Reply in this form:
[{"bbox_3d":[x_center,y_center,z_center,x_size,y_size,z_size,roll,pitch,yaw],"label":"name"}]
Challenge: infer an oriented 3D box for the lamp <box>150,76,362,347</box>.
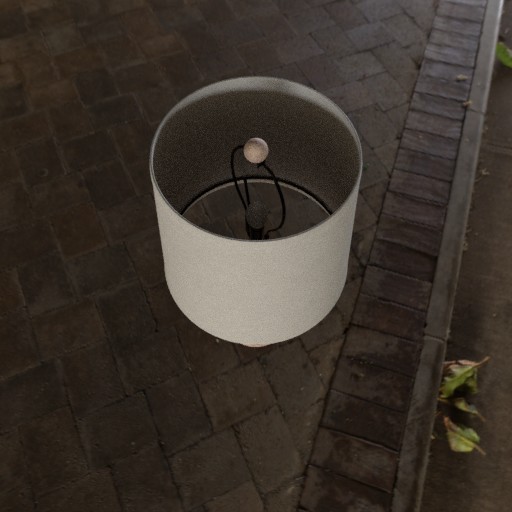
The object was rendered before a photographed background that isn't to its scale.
[{"bbox_3d":[0.000,0.000,0.665,0.273,0.497,0.273,0,63,0],"label":"lamp"}]
